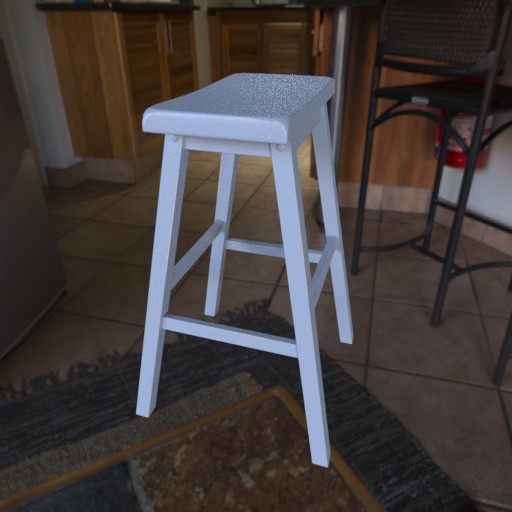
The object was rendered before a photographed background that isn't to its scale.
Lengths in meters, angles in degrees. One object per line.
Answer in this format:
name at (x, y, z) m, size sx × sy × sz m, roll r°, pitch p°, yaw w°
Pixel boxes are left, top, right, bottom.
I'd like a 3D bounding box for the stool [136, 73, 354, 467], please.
stool at (0.000, 0.000, 1.038) m, size 0.476 × 0.737 × 0.457 m, roll 9°, pitch 31°, yaw 15°
